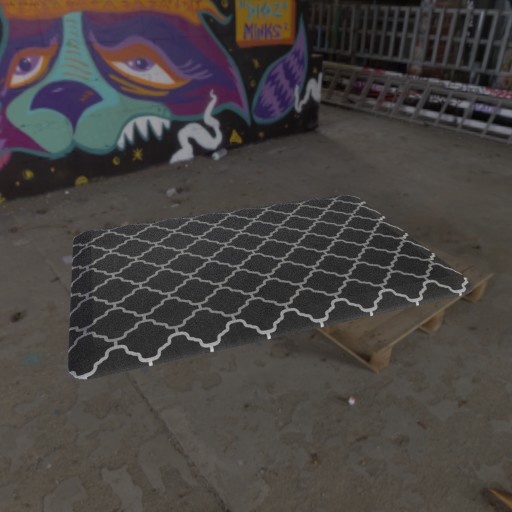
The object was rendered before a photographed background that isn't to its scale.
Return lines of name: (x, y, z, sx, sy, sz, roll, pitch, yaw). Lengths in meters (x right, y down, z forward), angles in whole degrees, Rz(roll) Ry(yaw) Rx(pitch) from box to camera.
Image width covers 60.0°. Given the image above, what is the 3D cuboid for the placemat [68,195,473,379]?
placemat: (0.000, 0.000, 0.966, 0.762, 0.021, 0.508, -10, 32, -16)
